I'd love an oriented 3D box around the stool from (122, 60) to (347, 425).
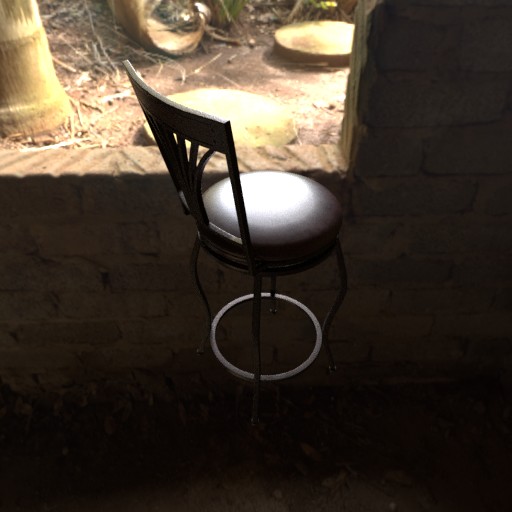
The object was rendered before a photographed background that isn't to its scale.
[{"bbox_3d":[0.000,0.000,1.357,0.514,1.117,0.433,-25,46,-27],"label":"stool"}]
